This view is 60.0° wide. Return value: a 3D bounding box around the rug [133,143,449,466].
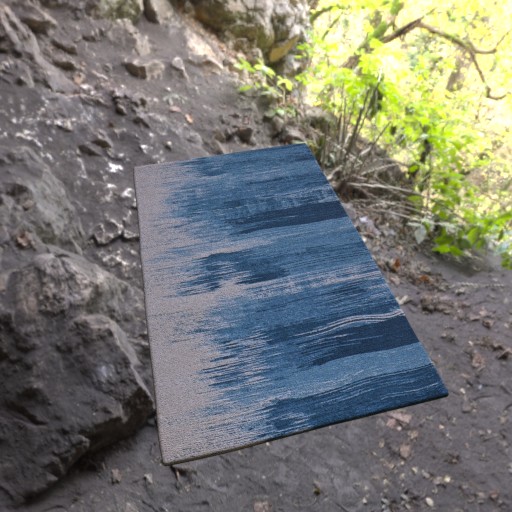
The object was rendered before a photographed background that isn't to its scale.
[{"bbox_3d":[0.000,0.000,3.027,1.540,0.027,2.450,-10,48,-9],"label":"rug"}]
